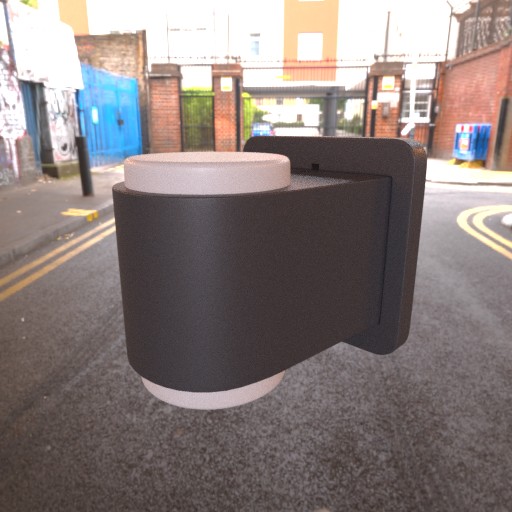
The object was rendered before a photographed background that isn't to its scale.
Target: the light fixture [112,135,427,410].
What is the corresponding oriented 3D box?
[{"bbox_3d":[0.000,0.000,0.212,0.109,0.109,0.132,15,22,41],"label":"light fixture"}]
